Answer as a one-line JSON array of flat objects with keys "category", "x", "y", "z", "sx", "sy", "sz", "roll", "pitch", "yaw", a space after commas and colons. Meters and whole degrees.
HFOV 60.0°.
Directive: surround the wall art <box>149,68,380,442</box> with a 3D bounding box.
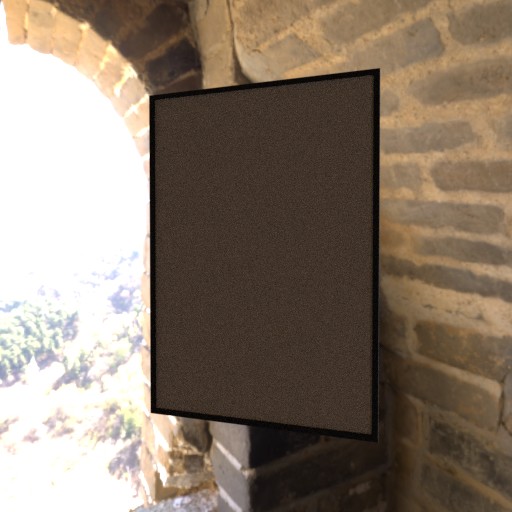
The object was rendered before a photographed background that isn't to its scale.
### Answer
[{"category": "wall art", "x": 0.000, "y": 0.000, "z": 0.857, "sx": 0.460, "sy": 0.660, "sz": 0.013, "roll": 0, "pitch": 1, "yaw": 18}]
